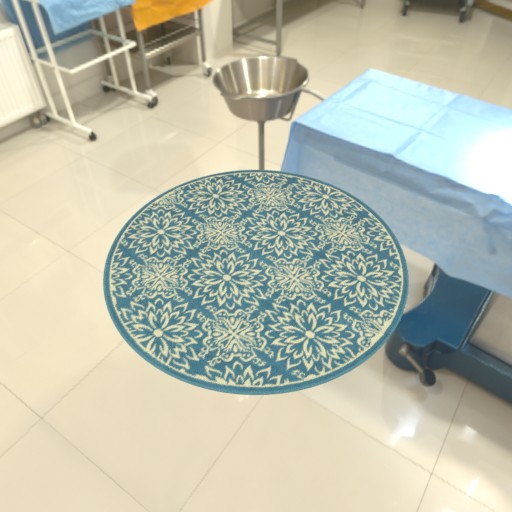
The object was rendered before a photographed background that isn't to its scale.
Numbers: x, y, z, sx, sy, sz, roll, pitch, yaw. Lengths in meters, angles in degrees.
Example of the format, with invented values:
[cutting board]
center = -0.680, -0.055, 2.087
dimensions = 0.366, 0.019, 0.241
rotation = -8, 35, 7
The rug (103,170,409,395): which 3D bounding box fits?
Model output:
[rug]
center = 0.000, 0.000, 2.374
dimensions = 1.593, 0.012, 1.593
rotation = 0, 46, 0
